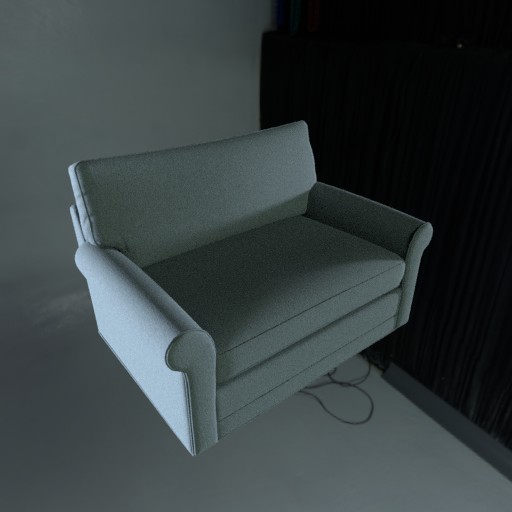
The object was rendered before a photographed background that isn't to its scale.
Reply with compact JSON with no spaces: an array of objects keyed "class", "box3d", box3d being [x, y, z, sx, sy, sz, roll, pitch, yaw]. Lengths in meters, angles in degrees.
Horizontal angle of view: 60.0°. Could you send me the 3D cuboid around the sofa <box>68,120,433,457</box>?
[{"class":"sofa","box3d":[0.000,0.000,2.037,1.410,0.953,0.940,-21,35,-33]}]
